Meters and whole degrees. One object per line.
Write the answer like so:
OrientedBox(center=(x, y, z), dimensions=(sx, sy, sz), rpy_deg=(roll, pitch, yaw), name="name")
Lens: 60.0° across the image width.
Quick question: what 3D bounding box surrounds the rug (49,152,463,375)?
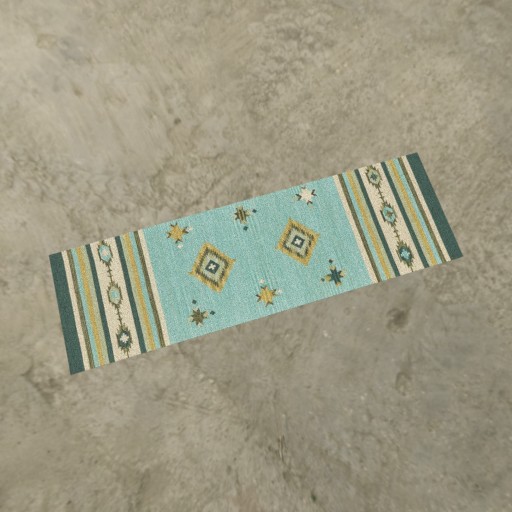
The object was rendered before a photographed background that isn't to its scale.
OrientedBox(center=(0.000, 0.000, 2.731), dimensions=(2.441, 0.010, 0.744), rpy_deg=(-16, 75, -4), name="rug")
